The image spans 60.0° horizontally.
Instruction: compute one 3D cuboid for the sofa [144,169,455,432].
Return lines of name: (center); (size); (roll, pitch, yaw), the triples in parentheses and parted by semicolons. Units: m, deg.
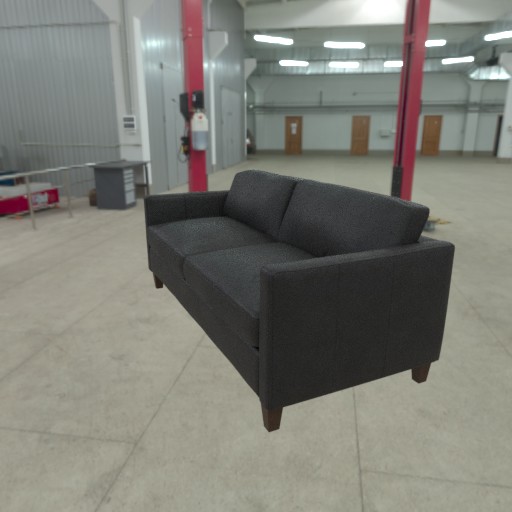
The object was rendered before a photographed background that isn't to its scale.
sofa: (0.000, 0.000, 2.564); (0.933, 0.863, 1.971); (-8, 18, -25)
